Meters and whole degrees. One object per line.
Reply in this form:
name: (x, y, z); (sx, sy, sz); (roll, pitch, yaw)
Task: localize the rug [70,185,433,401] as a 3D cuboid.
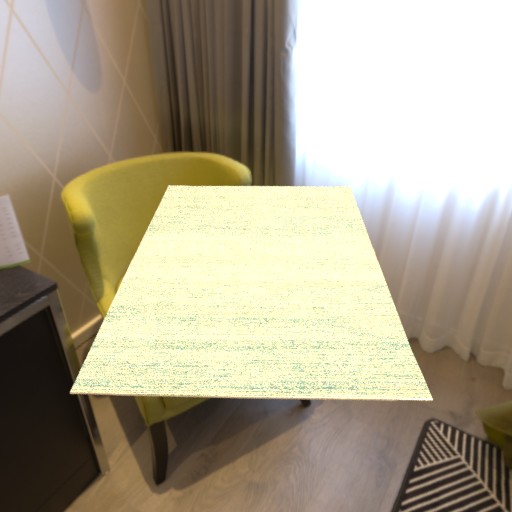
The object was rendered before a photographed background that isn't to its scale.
rug: (0.000, 0.000, 2.901); (1.593, 0.029, 2.305); (1, 32, 1)
